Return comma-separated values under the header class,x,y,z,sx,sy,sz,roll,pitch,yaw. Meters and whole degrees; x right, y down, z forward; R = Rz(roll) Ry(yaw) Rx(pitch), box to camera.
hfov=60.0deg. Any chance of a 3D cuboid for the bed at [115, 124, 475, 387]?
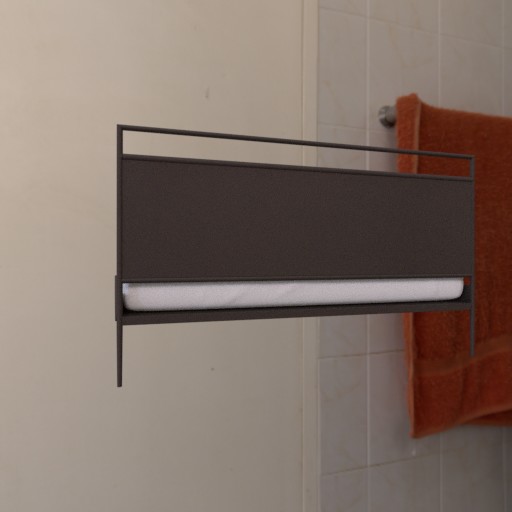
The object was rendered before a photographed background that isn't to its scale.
class,x,y,z,sx,sy,sz,roll,pitch,yaw
bed,0.000,0.000,3.295,1.993,1.173,2.151,0,0,-18
